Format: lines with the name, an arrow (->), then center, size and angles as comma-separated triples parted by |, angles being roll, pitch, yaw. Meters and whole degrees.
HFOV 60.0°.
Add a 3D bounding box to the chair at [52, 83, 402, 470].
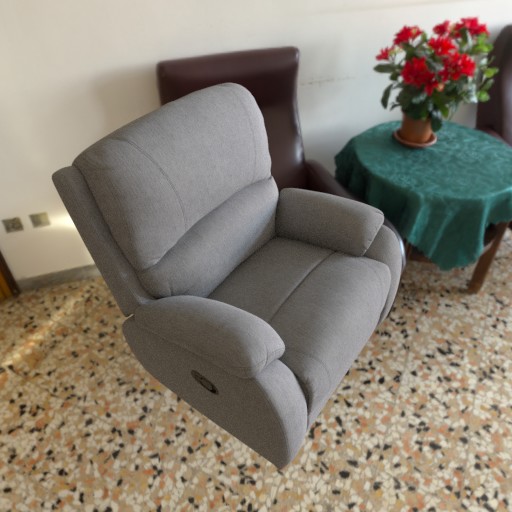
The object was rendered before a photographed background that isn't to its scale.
chair -> 0.000, 0.000, 1.640 | 0.899, 1.011, 0.930 | 25, 47, 26
